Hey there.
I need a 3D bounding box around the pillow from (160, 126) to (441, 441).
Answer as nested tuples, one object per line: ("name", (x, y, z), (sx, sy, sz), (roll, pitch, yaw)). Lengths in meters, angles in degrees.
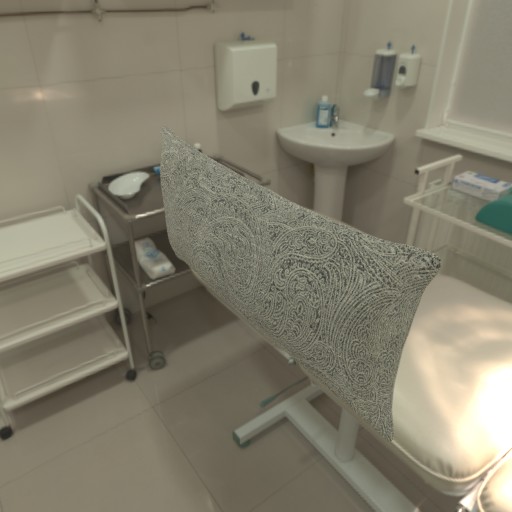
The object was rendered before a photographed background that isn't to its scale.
("pillow", (0.000, 0.000, 0.727), (0.151, 0.295, 0.615), (-21, 37, -31))
